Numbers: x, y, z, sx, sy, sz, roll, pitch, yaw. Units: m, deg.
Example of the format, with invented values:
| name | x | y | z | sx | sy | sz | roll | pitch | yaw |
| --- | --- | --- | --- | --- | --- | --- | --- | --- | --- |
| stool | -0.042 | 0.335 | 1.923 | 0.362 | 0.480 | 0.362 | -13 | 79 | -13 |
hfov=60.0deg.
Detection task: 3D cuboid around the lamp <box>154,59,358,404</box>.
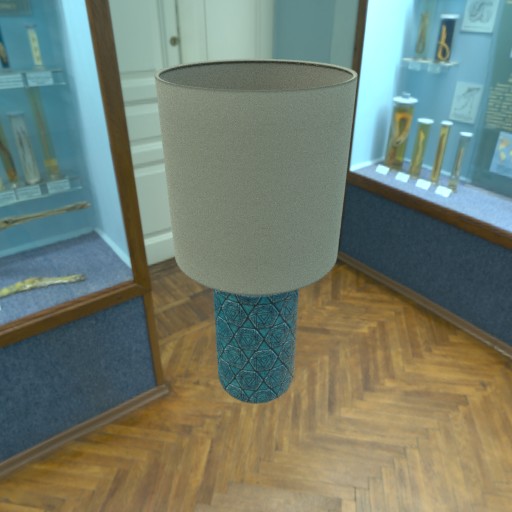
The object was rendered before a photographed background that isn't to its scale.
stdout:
| name | x | y | z | sx | sy | sz | roll | pitch | yaw |
| --- | --- | --- | --- | --- | --- | --- | --- | --- | --- |
| lamp | 0.000 | 0.000 | 0.770 | 0.278 | 0.597 | 0.278 | -19 | 36 | -29 |
